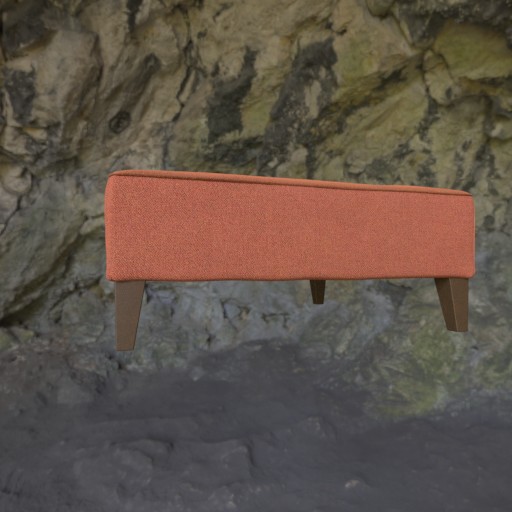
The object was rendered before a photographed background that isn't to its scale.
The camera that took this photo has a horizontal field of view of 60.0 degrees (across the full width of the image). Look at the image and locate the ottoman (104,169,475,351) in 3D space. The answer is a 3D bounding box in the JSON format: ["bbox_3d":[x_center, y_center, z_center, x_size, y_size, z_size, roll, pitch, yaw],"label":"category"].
[{"bbox_3d":[0.000,0.000,1.557,0.999,0.438,0.997,0,-1,-17],"label":"ottoman"}]
